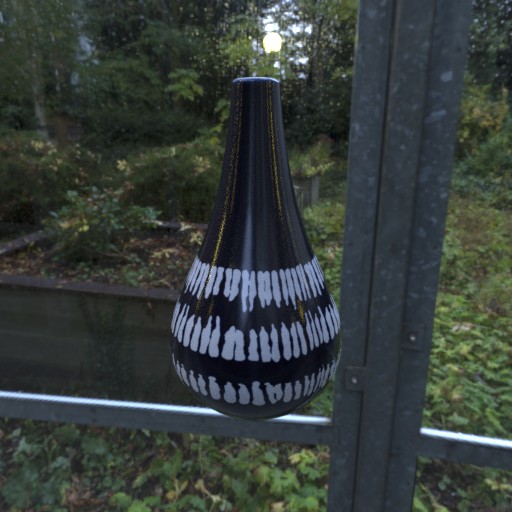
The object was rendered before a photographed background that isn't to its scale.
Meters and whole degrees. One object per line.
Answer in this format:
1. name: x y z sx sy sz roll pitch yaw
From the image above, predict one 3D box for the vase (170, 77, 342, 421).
1. vase: 0.000 0.000 0.397 0.159 0.295 0.159 0 15 0
